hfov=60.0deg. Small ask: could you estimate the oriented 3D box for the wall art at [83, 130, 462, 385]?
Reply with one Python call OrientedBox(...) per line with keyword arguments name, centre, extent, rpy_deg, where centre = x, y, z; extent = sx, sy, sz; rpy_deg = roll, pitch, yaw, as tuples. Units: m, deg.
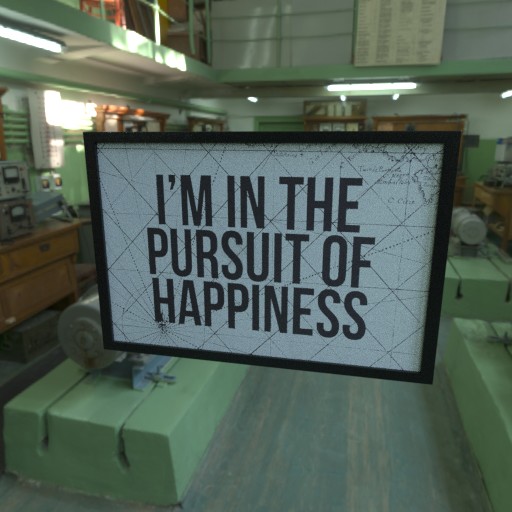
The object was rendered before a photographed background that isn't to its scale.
OrientedBox(name="wall art", centre=(0.000, 0.000, 1.020), extent=(0.819, 0.552, 0.015), rpy_deg=(3, 15, 12))
